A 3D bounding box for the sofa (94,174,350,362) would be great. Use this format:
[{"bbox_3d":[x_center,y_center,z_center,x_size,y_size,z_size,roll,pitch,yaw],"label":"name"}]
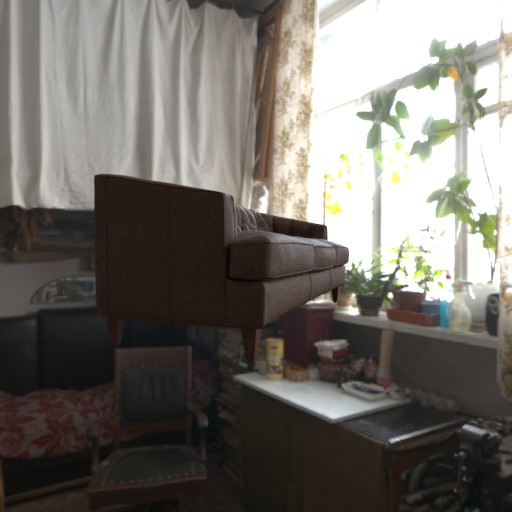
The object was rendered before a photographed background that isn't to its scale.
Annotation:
[{"bbox_3d":[0.000,0.000,2.772,0.927,0.787,2.227,0,1,19],"label":"sofa"}]
